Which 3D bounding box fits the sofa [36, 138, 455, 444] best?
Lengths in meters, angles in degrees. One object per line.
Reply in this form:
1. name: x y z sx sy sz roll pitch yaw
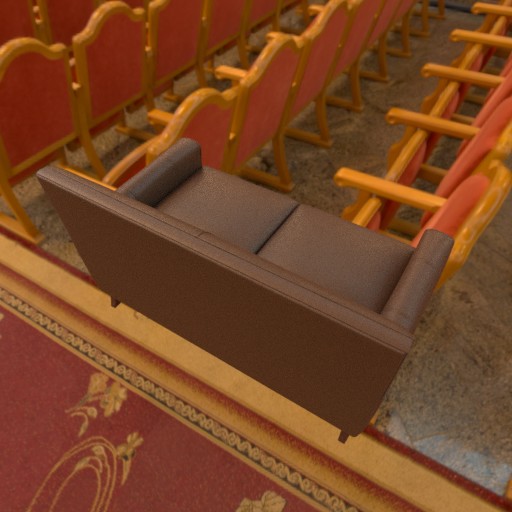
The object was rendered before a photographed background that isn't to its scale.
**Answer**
1. sofa: 0.000 0.000 1.975 1.468 0.859 0.853 25 52 21
